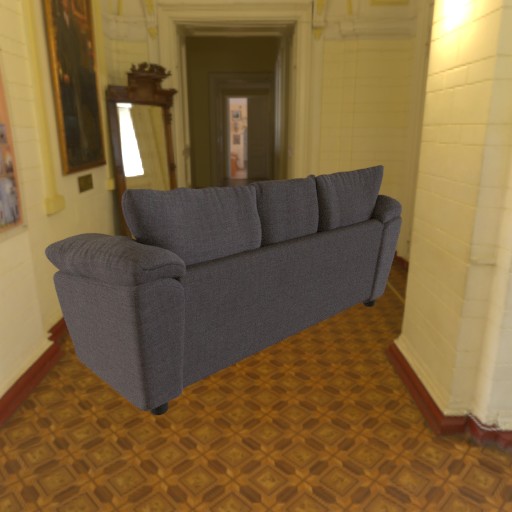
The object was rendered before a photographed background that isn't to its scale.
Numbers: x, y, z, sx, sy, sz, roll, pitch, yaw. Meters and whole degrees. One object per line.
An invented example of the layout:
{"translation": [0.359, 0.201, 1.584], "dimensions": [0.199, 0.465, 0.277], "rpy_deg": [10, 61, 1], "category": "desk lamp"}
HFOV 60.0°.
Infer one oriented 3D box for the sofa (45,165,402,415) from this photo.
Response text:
{"translation": [0.000, 0.000, 2.864], "dimensions": [0.883, 1.080, 2.336], "rpy_deg": [15, 22, 43], "category": "sofa"}
